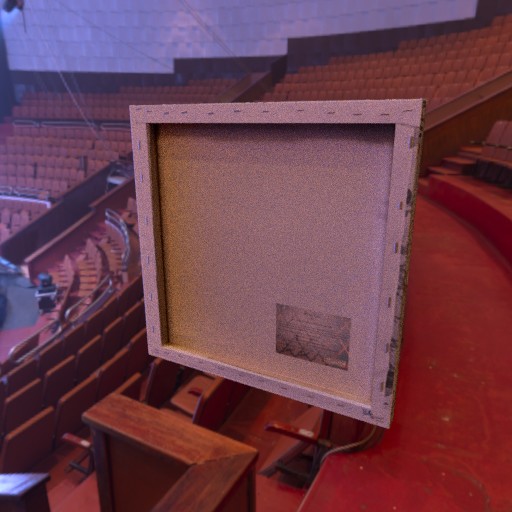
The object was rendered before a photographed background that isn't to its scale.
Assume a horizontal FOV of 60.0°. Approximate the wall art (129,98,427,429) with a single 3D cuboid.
[{"bbox_3d":[0.000,0.000,0.926,0.609,0.607,0.036,9,19,27],"label":"wall art"}]
